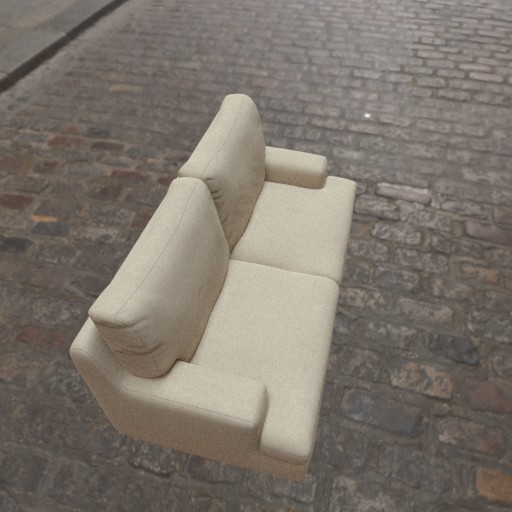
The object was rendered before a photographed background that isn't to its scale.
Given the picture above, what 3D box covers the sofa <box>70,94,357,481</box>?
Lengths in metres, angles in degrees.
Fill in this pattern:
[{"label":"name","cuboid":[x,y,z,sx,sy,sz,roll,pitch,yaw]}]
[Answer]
[{"label":"sofa","cuboid":[0.000,0.000,2.381,0.962,0.967,1.885,11,48,10]}]
